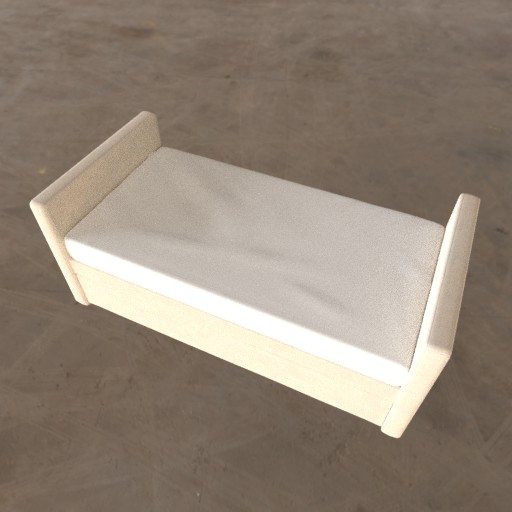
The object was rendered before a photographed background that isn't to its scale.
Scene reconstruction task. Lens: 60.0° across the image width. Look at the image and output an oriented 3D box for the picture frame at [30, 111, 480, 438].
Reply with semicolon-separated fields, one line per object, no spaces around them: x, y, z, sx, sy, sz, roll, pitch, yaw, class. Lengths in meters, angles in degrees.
0.000;0.000;2.667;2.161;0.891;1.069;19;50;17;picture frame
